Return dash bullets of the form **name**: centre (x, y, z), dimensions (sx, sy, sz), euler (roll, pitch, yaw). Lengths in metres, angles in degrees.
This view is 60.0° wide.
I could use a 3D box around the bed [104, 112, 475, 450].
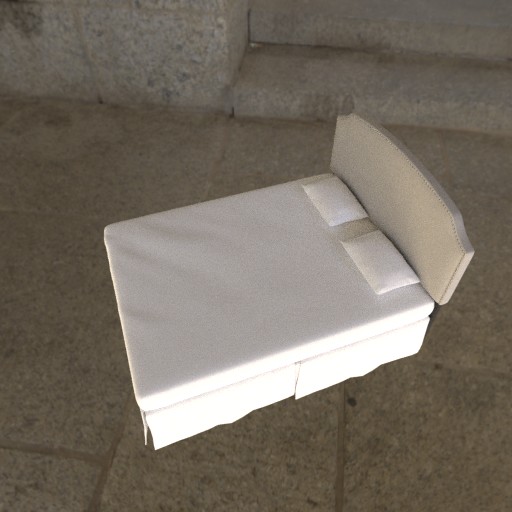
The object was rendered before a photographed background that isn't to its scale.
- **bed**: centre (0.000, 0.000, 2.991), dimensions (1.999, 1.270, 1.558), euler (-15, 49, -13)
